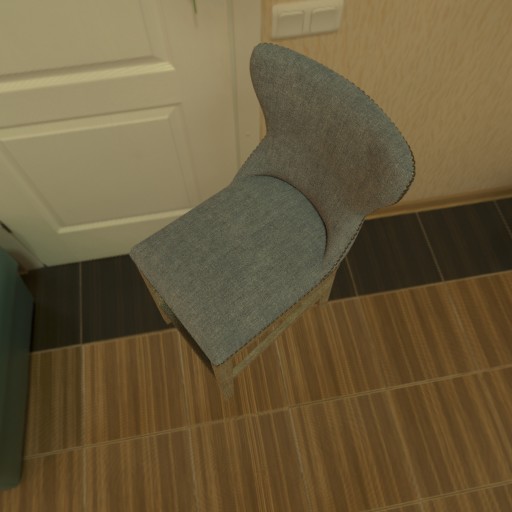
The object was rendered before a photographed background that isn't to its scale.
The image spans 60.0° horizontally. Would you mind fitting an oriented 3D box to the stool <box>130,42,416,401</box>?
[{"bbox_3d":[0.000,0.000,1.322,0.608,0.981,0.498,-36,69,-16],"label":"stool"}]
